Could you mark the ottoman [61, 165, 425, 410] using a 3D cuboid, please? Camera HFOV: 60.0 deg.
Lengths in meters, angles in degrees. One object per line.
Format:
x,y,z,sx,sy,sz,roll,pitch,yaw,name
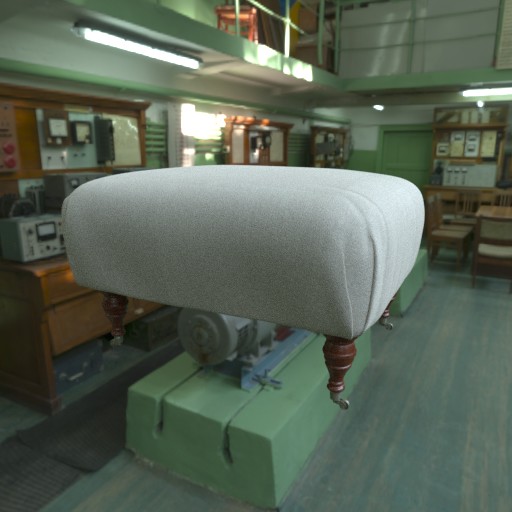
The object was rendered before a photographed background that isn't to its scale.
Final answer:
0.000,0.000,1.134,0.746,0.450,0.639,7,15,27,ottoman
